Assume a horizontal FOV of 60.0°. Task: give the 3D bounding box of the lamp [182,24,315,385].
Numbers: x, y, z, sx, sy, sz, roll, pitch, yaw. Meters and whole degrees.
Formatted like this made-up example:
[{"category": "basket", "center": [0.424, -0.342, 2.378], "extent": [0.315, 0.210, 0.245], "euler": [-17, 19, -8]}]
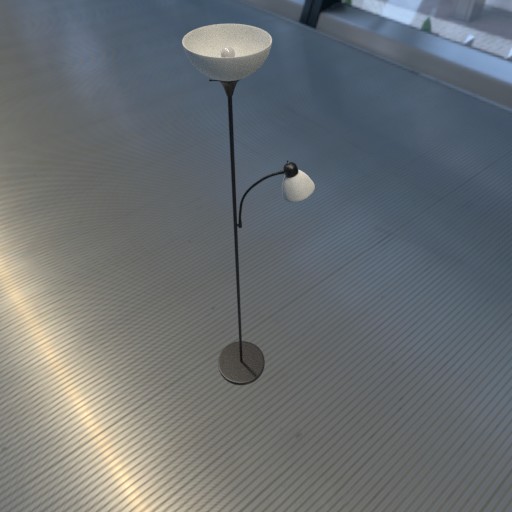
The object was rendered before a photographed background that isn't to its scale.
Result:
[{"category": "lamp", "center": [0.000, 0.000, 1.946], "extent": [0.442, 1.804, 0.279], "euler": [3, 45, 3]}]
